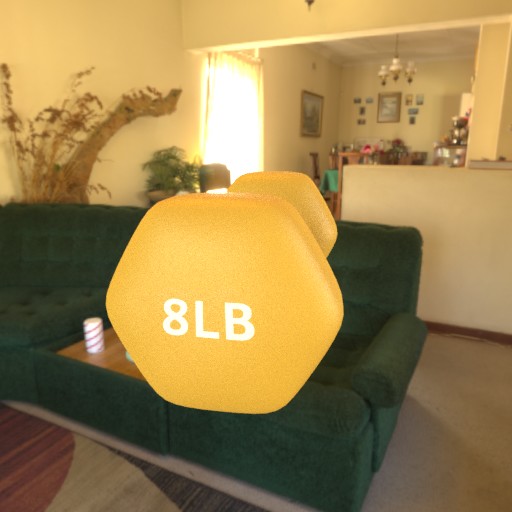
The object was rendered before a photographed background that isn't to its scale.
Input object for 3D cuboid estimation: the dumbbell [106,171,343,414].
[{"bbox_3d":[0.000,0.000,0.240,0.090,0.082,0.190,2,14,10],"label":"dumbbell"}]
